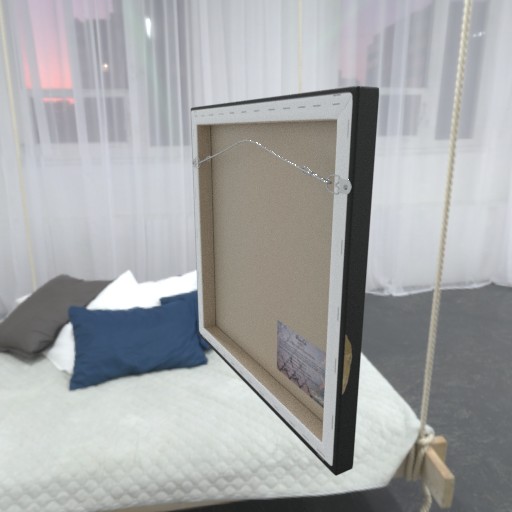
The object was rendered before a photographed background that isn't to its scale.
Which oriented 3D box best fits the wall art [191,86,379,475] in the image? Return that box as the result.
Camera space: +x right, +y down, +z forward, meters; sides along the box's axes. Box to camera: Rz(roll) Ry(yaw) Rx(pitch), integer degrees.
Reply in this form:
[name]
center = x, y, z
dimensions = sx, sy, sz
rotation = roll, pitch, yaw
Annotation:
[wall art]
center = 0.000, 0.000, 0.918
dimensions = 0.043, 0.611, 0.610
rotation = -8, 18, -28
